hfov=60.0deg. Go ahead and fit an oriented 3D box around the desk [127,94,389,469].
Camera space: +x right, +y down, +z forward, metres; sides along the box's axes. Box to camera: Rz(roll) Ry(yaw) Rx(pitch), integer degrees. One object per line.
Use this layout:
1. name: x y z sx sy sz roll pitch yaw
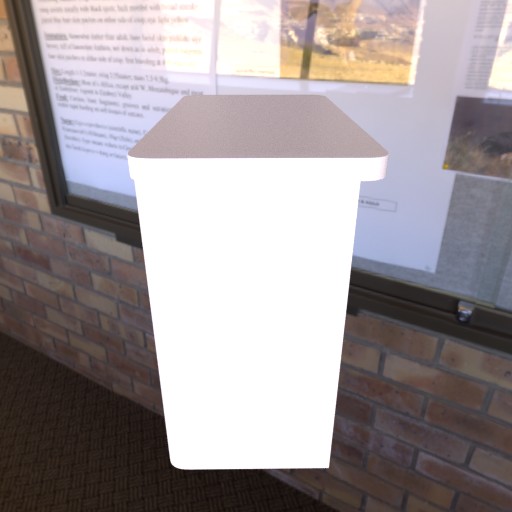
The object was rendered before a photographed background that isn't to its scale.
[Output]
1. desk: 0.000 0.000 1.245 0.446 0.760 0.790 0 27 -1
